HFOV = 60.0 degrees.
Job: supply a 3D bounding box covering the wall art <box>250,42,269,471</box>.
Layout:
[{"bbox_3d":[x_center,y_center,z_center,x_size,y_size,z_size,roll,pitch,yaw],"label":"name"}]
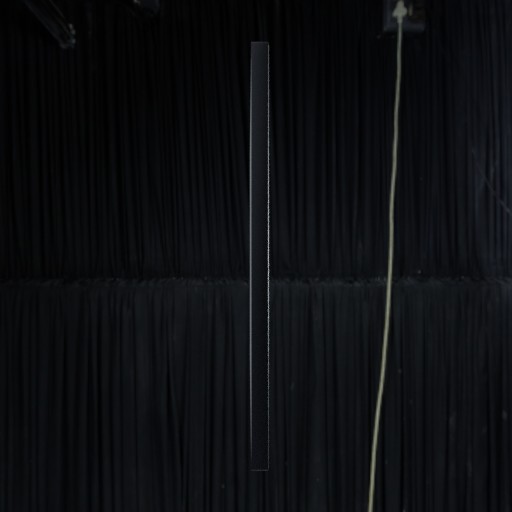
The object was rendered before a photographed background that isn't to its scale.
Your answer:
[{"bbox_3d":[0.000,0.000,0.724,0.018,0.450,0.521,0,0,-1],"label":"wall art"}]
